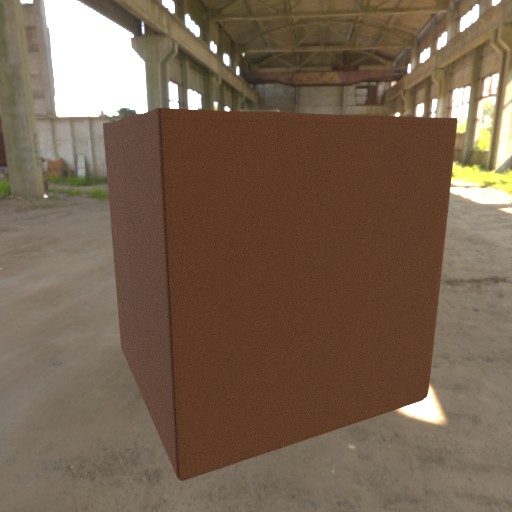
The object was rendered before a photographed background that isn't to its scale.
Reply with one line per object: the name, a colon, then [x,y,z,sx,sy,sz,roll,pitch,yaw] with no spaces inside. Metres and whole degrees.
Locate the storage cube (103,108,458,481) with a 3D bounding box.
storage cube: [0.000,0.000,0.480,0.270,0.280,0.270,-7,16,-25]
